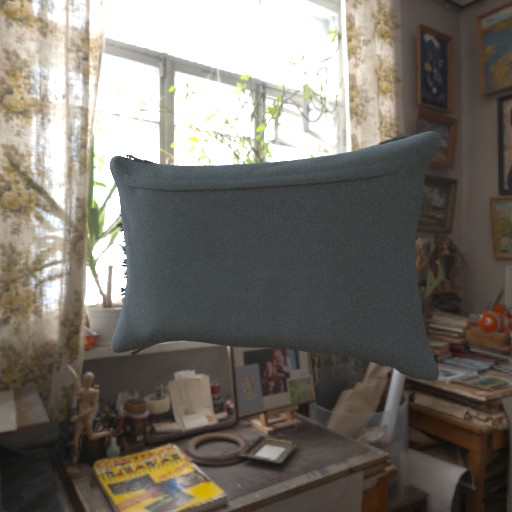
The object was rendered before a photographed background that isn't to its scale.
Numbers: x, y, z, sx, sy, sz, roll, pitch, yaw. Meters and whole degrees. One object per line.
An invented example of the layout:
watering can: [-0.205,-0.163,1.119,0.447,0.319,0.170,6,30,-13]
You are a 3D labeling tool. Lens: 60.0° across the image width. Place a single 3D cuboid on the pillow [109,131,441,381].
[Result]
pillow: [0.000,0.000,0.603,0.466,0.305,0.084,0,0,18]
